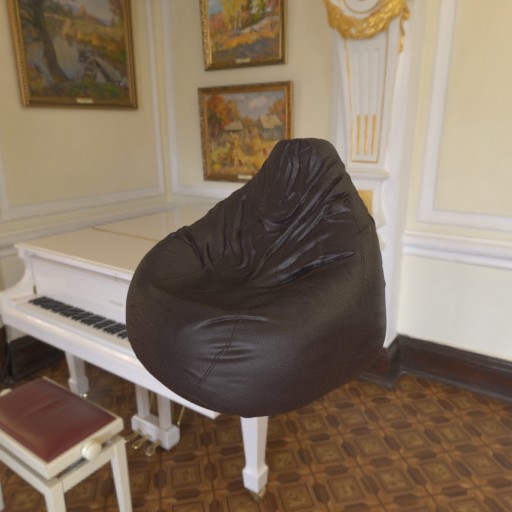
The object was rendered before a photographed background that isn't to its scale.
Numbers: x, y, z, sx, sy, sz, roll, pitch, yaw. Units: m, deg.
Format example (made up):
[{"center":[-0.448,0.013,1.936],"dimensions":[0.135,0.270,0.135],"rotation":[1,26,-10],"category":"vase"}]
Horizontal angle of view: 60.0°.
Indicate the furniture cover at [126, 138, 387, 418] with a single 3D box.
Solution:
[{"center":[0.000,0.000,1.936],"dimensions":[1.070,0.990,1.070],"rotation":[-15,22,-42],"category":"furniture cover"}]
